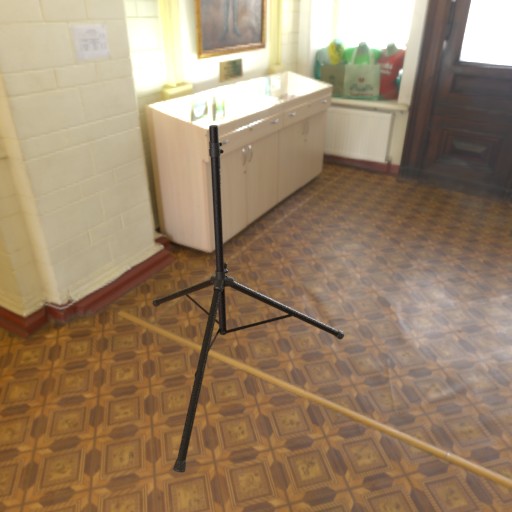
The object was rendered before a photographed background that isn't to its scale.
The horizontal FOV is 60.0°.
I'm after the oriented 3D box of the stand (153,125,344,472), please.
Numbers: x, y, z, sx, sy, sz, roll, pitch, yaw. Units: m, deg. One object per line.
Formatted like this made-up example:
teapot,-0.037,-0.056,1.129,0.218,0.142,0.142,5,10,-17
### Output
stand,0.000,0.000,2.718,1.339,1.595,1.596,-7,30,-12
